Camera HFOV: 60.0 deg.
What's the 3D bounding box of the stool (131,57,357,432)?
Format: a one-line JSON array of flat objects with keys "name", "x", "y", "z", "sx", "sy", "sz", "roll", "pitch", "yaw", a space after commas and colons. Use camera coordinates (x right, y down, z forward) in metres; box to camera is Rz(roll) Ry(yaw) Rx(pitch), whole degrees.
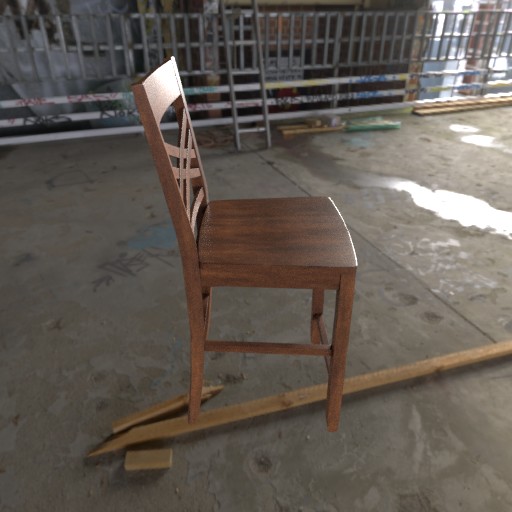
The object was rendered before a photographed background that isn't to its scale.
[{"name": "stool", "x": 0.000, "y": 0.000, "z": 1.364, "sx": 0.539, "sy": 1.079, "sz": 0.462, "roll": -1, "pitch": 30, "yaw": -1}]
